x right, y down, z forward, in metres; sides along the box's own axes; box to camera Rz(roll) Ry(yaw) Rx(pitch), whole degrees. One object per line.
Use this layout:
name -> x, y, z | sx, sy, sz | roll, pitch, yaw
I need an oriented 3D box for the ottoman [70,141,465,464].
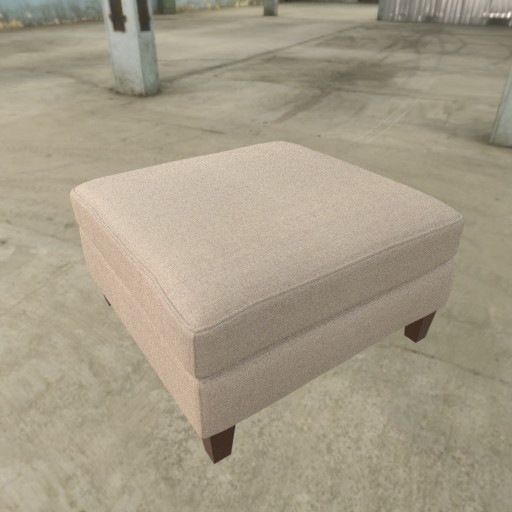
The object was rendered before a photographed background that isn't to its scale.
ottoman -> 0.000, 0.000, 1.346 | 0.838, 0.481, 0.838 | -20, 36, -29
